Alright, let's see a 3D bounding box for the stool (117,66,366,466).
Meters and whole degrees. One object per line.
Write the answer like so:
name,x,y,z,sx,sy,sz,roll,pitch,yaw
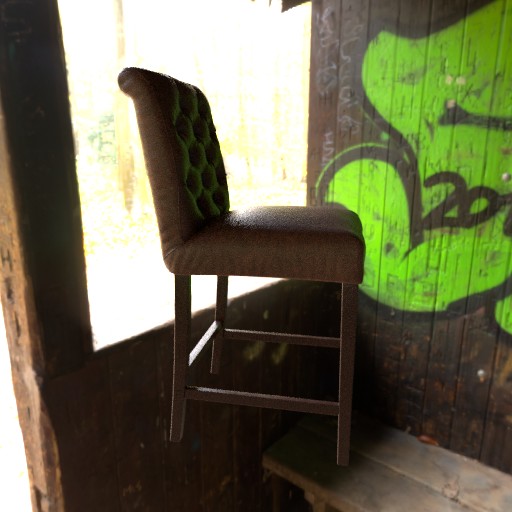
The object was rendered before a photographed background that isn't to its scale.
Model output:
stool,0.000,0.000,1.407,0.660,1.084,0.486,3,14,11
